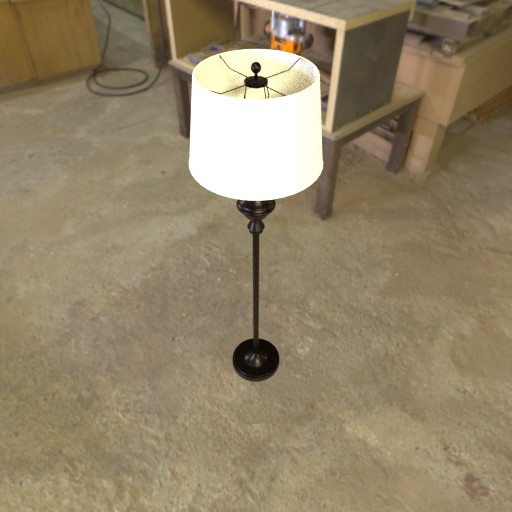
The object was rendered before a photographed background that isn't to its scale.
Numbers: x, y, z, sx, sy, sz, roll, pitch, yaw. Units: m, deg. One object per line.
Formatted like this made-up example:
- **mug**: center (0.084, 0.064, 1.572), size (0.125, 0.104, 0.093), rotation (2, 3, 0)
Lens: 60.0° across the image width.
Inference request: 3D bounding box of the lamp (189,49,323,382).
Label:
- **lamp**: center (0.000, 0.000, 1.733), size (0.431, 1.484, 0.431), rotation (0, 44, 0)
